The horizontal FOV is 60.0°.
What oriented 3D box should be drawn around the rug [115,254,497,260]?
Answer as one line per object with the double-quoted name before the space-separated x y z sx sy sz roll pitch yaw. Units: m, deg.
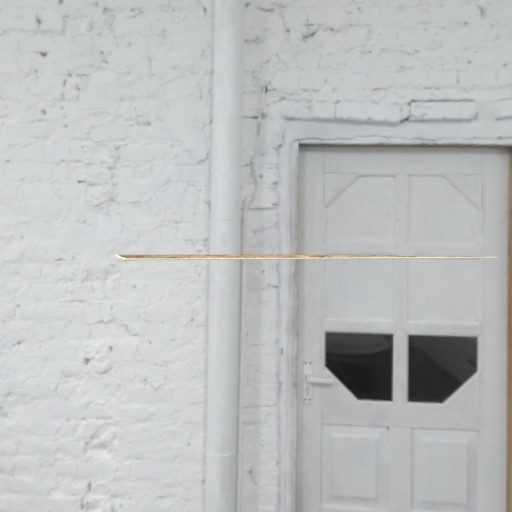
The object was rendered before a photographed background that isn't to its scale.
"rug" 0.000 0.000 3.959 2.380 0.008 2.977 0 1 -18
